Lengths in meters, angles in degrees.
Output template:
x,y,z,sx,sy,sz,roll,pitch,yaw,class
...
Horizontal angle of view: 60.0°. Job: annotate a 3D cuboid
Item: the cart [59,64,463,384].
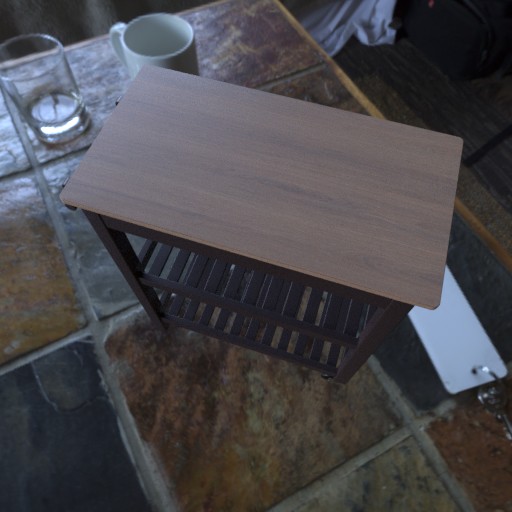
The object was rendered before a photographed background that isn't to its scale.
x,y,z,sx,sy,sz,roll,pitch,yaw,class
0.000,0.000,1.435,0.899,0.927,0.457,16,64,8,cart
